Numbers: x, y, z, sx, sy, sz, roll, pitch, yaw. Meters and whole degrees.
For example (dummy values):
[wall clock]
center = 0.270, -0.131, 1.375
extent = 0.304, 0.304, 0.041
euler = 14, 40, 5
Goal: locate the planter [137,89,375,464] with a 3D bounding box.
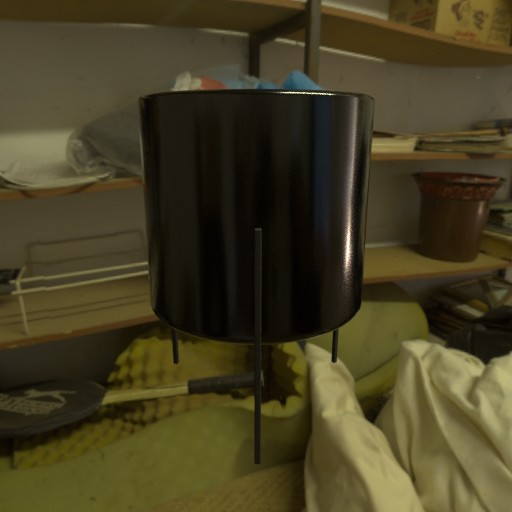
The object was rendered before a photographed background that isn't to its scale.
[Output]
[planter]
center = 0.000, 0.000, 0.641
extent = 0.310, 0.432, 0.310
euler = 15, 22, 42
